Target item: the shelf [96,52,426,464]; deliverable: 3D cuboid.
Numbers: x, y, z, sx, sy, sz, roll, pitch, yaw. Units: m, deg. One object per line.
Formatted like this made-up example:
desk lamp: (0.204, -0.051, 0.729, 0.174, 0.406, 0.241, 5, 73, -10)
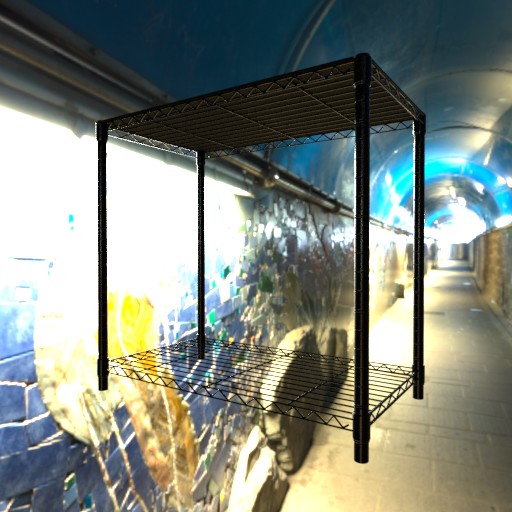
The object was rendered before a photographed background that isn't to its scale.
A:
shelf: (0.000, 0.000, 0.903, 0.589, 0.564, 0.338, 1, 1, 34)
